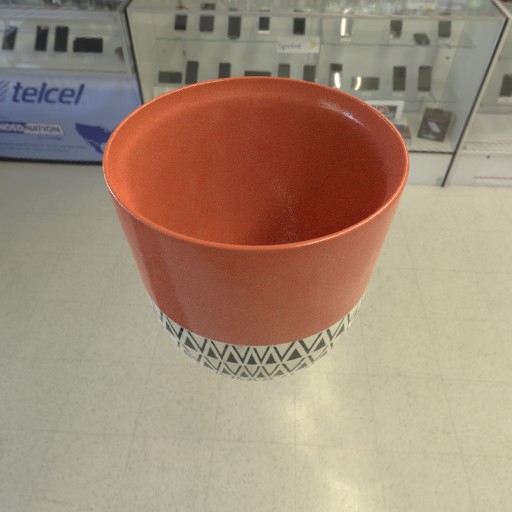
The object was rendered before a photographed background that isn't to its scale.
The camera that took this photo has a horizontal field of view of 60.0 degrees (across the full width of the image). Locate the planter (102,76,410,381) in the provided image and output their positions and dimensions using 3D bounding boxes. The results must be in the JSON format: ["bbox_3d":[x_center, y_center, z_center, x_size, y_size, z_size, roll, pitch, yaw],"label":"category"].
[{"bbox_3d":[0.000,0.000,0.365,0.195,0.214,0.195,0,46,0],"label":"planter"}]
